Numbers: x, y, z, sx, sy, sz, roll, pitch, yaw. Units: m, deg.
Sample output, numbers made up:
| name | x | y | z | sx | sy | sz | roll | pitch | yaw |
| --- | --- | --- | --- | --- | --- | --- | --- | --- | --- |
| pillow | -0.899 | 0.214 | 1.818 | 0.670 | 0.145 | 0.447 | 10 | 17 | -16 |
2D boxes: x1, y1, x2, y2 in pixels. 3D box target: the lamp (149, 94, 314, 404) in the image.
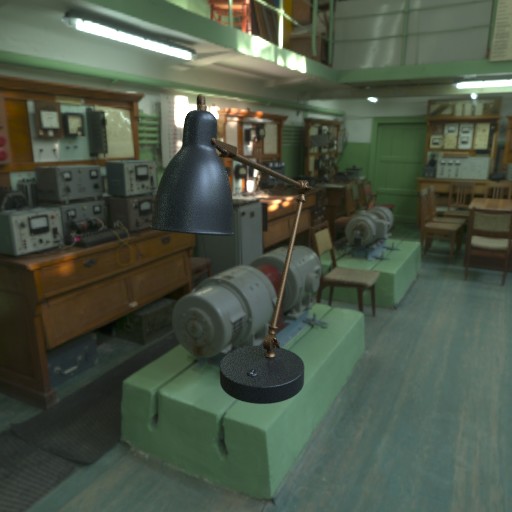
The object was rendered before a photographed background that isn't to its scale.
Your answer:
| name | x | y | z | sx | sy | sz | roll | pitch | yaw |
| --- | --- | --- | --- | --- | --- | --- | --- | --- | --- |
| lamp | 0.000 | 0.000 | 0.889 | 0.187 | 0.587 | 0.561 | 7 | 16 | 26 |
